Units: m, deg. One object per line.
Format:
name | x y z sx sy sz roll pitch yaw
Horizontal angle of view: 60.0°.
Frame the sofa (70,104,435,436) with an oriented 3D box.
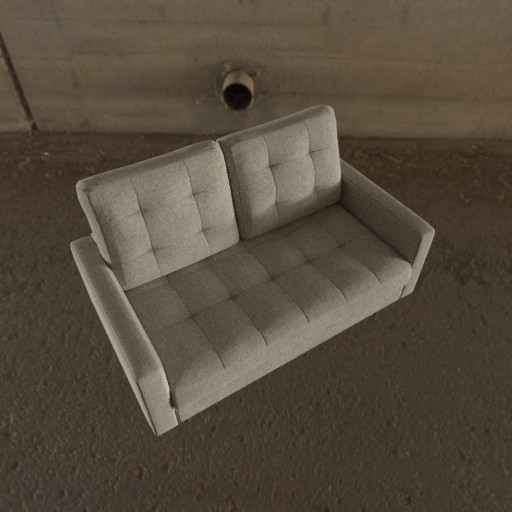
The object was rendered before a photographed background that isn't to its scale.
sofa | 0.000 0.000 2.001 1.407 0.907 0.842 -24 50 -22
